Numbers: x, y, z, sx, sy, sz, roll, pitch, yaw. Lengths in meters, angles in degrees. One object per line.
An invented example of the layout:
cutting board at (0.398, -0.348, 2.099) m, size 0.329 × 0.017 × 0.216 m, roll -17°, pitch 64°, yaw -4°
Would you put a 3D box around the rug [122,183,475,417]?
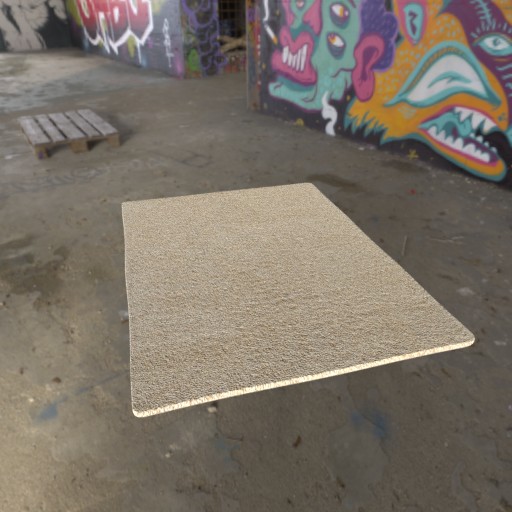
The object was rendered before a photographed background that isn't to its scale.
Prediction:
rug at (0.000, 0.000, 2.104) m, size 1.200 × 0.027 × 1.600 m, roll -8°, pitch 31°, yaw -14°
